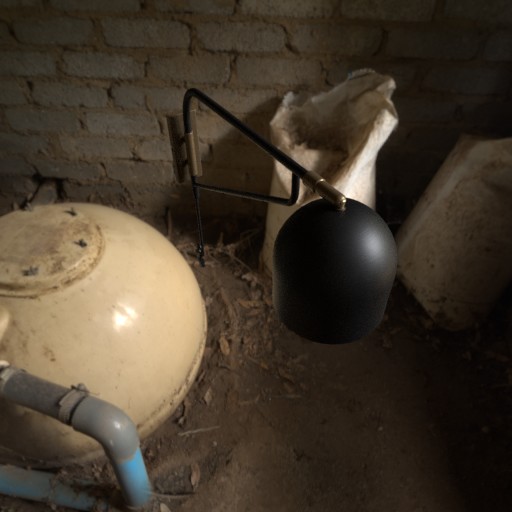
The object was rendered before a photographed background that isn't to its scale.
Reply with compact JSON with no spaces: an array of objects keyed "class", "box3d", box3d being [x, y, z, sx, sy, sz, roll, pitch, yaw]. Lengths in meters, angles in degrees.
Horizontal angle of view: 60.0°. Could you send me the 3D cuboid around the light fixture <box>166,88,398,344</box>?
[{"class":"light fixture","box3d":[0.000,0.000,1.075,0.215,0.696,0.720,-25,51,-22]}]
